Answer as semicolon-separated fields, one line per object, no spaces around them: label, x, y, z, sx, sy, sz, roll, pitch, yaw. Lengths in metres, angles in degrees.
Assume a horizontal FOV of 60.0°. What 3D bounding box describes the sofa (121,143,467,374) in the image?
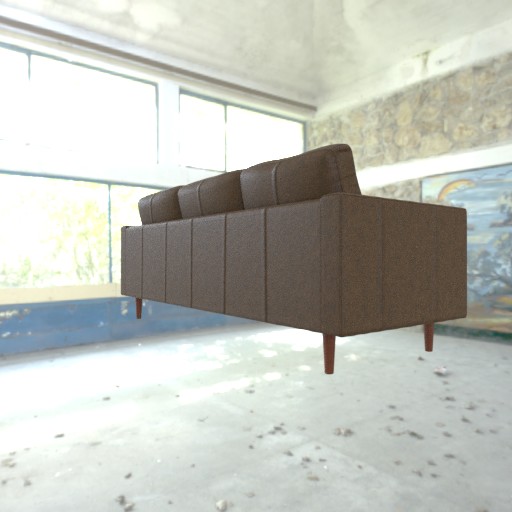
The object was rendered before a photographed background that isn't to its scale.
sofa;0.000;0.000;2.739;0.903;0.930;2.231;0;0;-37
